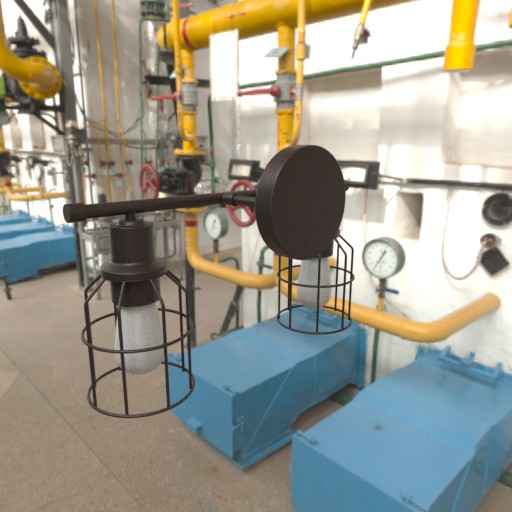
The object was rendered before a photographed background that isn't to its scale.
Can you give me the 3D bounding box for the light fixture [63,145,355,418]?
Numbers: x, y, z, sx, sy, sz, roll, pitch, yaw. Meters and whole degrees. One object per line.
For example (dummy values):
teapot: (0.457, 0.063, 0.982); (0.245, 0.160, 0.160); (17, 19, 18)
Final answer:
light fixture: (0.000, 0.000, 0.522); (0.406, 0.254, 0.165); (-13, 19, -41)
